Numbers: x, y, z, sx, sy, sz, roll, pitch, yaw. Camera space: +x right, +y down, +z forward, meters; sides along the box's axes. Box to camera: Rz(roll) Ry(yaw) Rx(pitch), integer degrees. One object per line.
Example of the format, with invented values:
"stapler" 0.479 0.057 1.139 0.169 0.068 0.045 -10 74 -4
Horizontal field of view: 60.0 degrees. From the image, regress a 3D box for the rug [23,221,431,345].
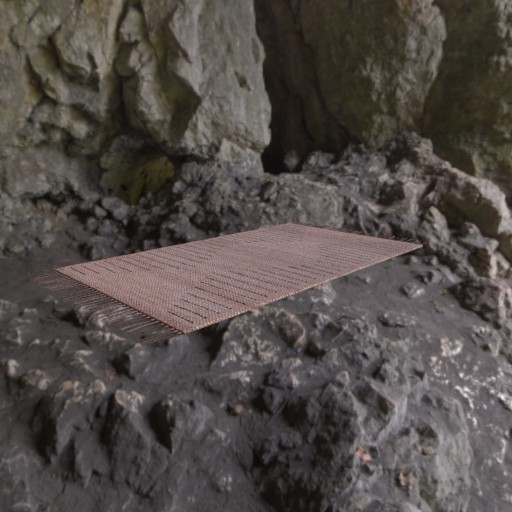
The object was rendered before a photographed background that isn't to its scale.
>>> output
"rug" 0.000 0.000 2.029 0.905 0.017 1.718 14 20 43
